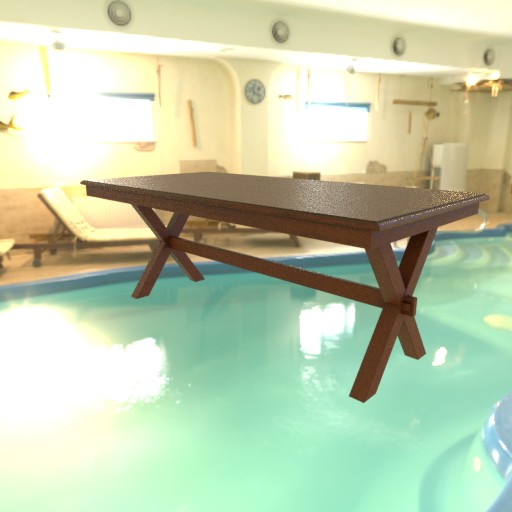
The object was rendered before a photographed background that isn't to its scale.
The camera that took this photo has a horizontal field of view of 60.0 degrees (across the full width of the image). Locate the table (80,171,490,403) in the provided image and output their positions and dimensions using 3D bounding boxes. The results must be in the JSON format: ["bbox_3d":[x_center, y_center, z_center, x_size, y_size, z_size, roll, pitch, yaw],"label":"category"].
[{"bbox_3d":[0.000,0.000,1.461,1.197,0.459,0.594,14,20,42],"label":"table"}]
